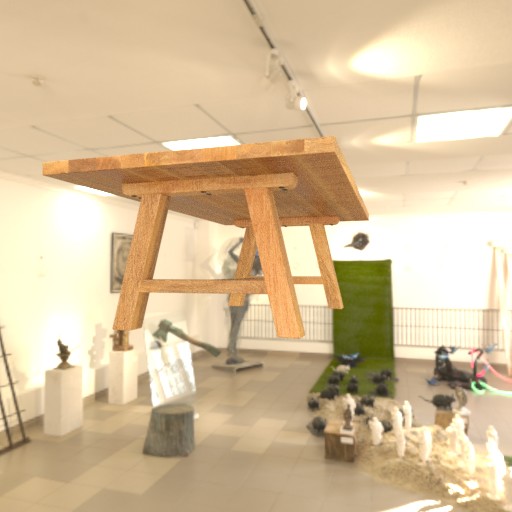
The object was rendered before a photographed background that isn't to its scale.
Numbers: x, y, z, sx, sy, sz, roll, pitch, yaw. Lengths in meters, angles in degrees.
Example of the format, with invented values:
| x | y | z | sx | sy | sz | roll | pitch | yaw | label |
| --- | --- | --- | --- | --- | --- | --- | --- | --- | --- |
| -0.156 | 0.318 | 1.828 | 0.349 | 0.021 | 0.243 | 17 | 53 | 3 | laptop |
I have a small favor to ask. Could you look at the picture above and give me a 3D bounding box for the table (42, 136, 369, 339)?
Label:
| x | y | z | sx | sy | sz | roll | pitch | yaw | label |
| --- | --- | --- | --- | --- | --- | --- | --- | --- | --- |
| 0.000 | 0.000 | 1.668 | 0.760 | 0.455 | 1.320 | -1 | -2 | 17 | table |
